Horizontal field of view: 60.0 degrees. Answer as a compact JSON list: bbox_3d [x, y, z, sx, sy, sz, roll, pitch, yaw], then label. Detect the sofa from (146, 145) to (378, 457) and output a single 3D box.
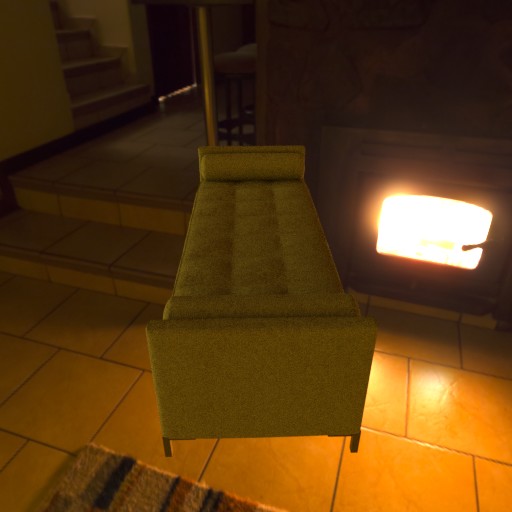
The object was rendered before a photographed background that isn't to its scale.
[{"bbox_3d":[0.000,0.000,2.504,0.797,0.657,2.102,-1,30,-1],"label":"sofa"}]
